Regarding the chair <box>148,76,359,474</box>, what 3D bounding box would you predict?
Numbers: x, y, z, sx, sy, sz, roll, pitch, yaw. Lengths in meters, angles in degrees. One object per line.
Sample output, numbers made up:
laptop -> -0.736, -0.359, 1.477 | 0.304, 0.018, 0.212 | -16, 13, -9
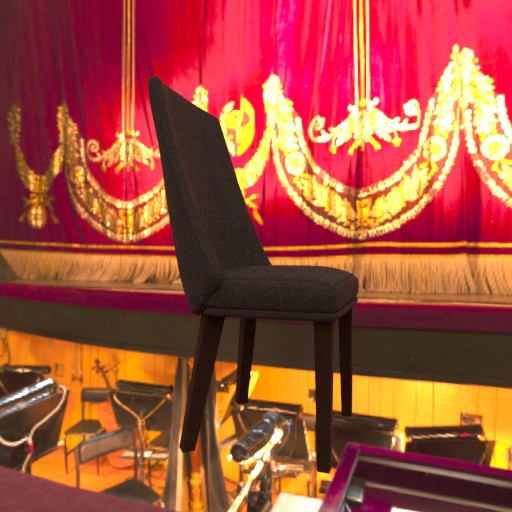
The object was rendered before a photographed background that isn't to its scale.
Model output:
chair -> 0.000, 0.000, 1.348 | 0.577, 1.050, 0.510 | 0, 0, 19
